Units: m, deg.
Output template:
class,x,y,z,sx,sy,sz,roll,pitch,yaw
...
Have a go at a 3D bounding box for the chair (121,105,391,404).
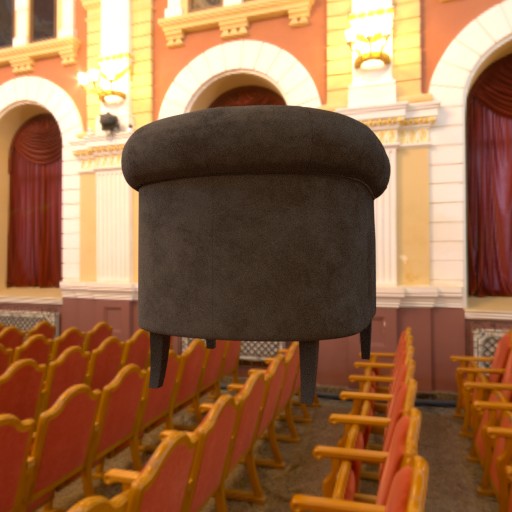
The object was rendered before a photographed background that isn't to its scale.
class,x,y,z,sx,sy,sz,roll,pitch,yaw
chair,0.000,0.000,1.569,0.904,0.826,0.851,0,-1,19
